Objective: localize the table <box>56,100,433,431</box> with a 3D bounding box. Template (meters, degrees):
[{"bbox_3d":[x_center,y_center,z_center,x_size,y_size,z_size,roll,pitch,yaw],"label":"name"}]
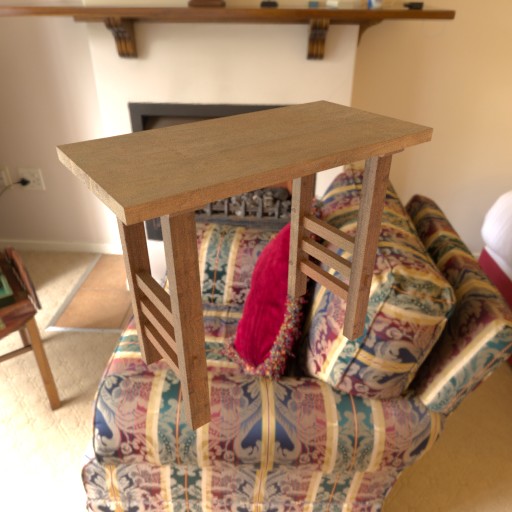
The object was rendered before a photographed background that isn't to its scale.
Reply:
[{"bbox_3d":[0.000,0.000,1.686,1.119,0.914,0.556,-20,37,-30],"label":"table"}]
